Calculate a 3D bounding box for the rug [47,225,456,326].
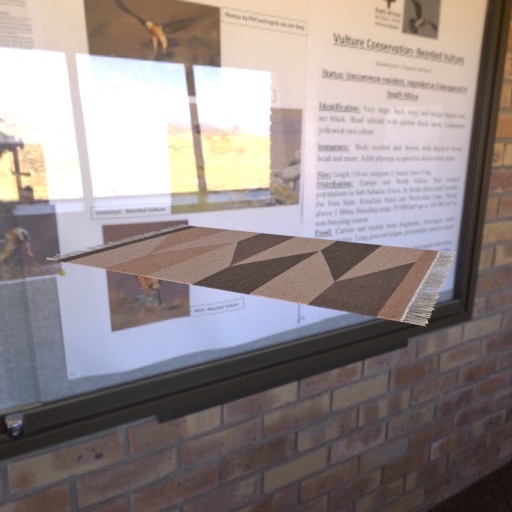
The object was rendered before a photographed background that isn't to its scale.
[{"bbox_3d":[0.000,0.000,2.529,2.021,0.027,1.224,7,16,27],"label":"rug"}]
